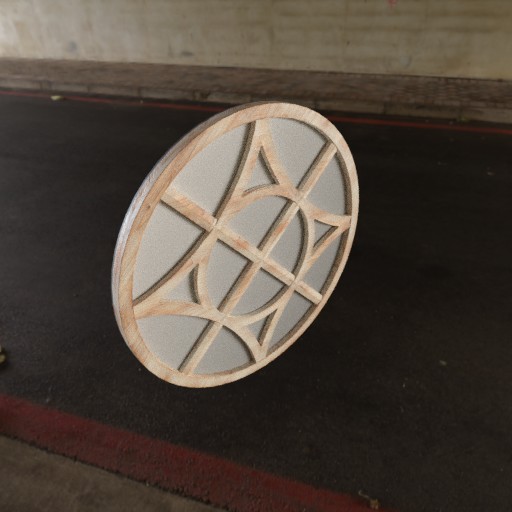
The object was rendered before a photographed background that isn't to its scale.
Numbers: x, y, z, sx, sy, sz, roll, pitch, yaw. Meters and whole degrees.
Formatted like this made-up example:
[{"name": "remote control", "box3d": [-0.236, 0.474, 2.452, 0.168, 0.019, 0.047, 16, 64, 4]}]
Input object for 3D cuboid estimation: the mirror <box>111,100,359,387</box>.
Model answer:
[{"name": "mirror", "box3d": [0.000, 0.000, 1.067, 0.710, 0.710, 0.038, -23, 37, -33]}]
